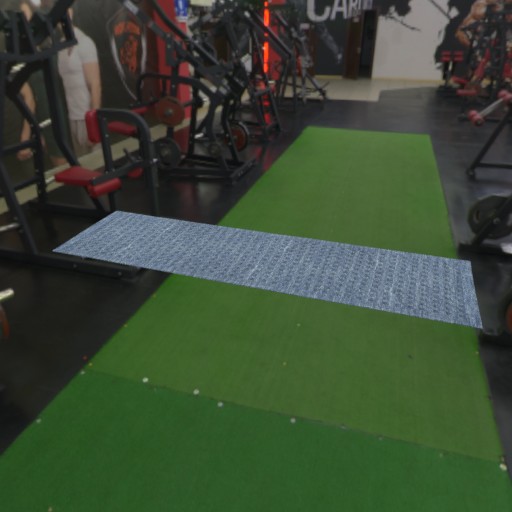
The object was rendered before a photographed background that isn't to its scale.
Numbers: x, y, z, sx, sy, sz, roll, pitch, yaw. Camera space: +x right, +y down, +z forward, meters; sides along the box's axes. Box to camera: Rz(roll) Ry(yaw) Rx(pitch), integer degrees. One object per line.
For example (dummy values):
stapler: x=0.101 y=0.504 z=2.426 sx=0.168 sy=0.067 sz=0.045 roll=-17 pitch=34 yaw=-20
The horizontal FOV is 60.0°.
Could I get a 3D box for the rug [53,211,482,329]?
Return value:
rug: x=0.000 y=0.000 z=2.681 sx=2.443 sy=0.008 sz=0.688 roll=9 pitch=29 yaw=17
